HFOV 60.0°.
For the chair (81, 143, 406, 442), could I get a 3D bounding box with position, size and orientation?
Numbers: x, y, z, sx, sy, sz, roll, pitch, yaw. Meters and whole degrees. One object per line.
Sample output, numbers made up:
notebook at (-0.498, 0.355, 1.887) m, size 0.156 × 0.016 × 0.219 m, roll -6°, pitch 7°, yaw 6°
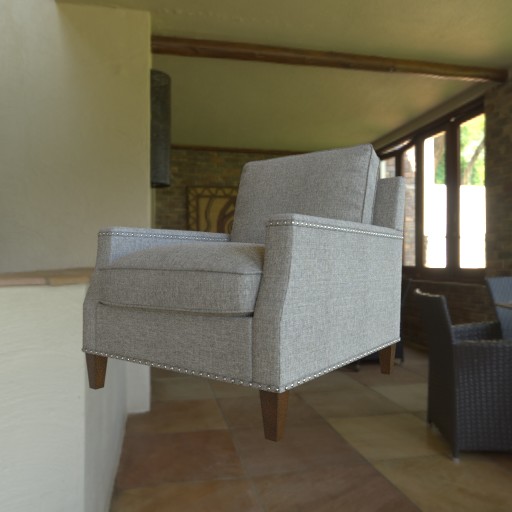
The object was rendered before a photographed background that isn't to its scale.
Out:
chair at (0.000, 0.000, 1.716) m, size 0.853 × 0.943 × 1.014 m, roll 0°, pitch -1°, yaw 36°
